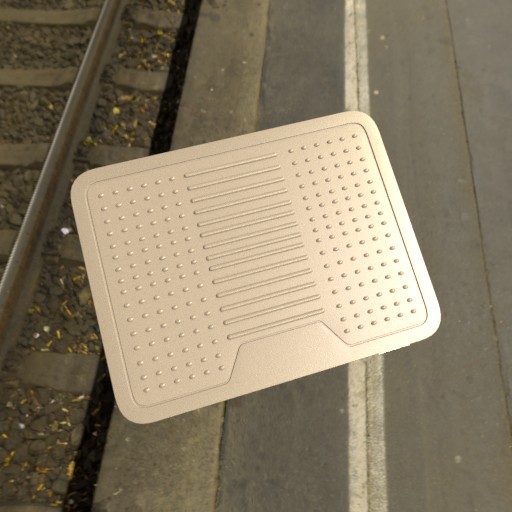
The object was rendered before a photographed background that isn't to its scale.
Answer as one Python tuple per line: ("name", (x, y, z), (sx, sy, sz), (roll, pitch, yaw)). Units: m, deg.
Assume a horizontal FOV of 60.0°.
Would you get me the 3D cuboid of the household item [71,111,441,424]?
("household item", (0.000, 0.000, 0.545), (0.390, 0.126, 0.301), (-15, 64, -7))
